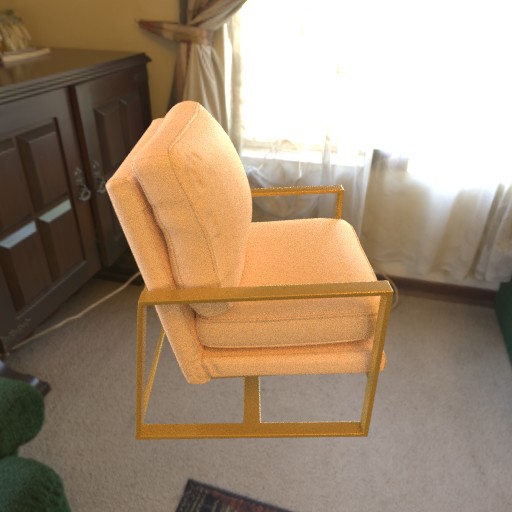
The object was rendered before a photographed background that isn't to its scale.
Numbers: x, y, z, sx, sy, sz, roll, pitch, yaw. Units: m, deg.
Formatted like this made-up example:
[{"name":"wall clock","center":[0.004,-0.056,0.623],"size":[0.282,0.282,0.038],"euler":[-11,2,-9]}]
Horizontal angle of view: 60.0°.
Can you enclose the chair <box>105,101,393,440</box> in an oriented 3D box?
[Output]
[{"name":"chair","center":[0.000,0.000,1.550],"size":[0.813,0.956,0.758],"euler":[0,31,-1]}]
